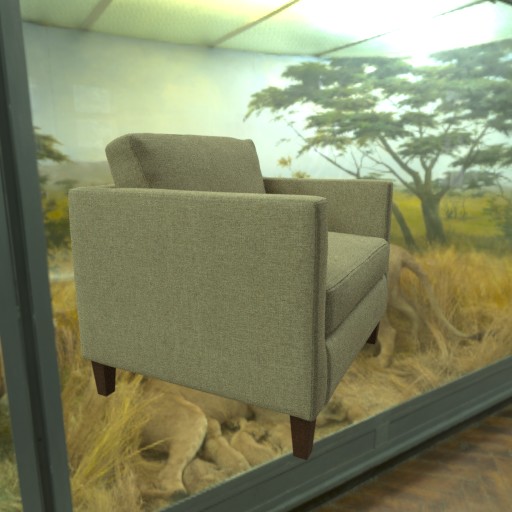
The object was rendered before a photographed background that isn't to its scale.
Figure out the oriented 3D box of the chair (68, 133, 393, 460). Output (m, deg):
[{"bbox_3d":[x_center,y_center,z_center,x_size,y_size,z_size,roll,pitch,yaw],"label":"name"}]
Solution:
[{"bbox_3d":[0.000,0.000,1.849,0.959,0.987,1.107,6,14,26],"label":"chair"}]
